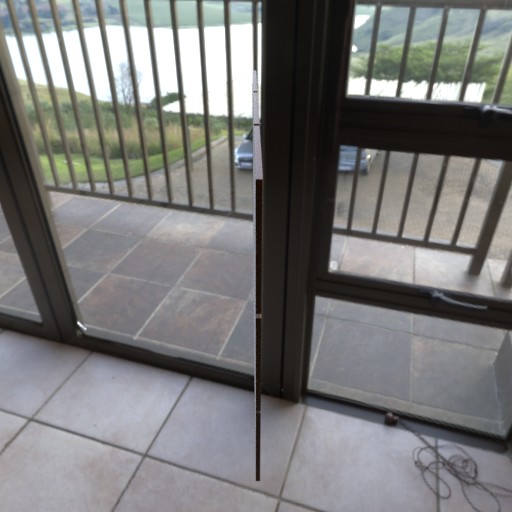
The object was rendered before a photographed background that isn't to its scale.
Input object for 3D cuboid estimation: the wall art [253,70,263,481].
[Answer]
[{"bbox_3d":[0.000,0.000,1.885,0.017,1.246,1.256,0,33,-1],"label":"wall art"}]
